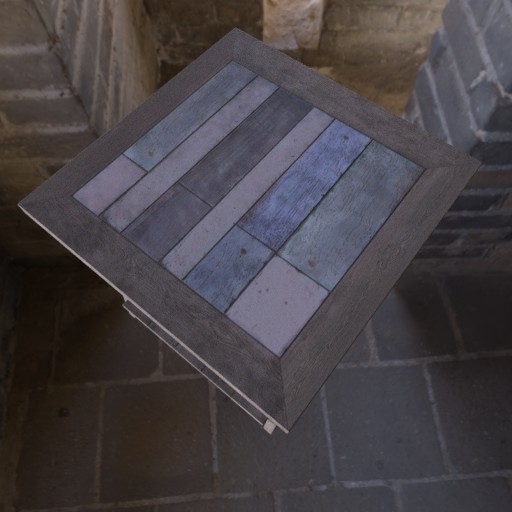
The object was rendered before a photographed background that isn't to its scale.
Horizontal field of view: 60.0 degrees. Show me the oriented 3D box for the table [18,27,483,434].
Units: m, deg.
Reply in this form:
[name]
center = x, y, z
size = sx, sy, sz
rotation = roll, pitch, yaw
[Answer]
[table]
center = 0.000, 0.000, 1.089
size = 0.610, 0.610, 0.610
rotation = 36, 69, 16
